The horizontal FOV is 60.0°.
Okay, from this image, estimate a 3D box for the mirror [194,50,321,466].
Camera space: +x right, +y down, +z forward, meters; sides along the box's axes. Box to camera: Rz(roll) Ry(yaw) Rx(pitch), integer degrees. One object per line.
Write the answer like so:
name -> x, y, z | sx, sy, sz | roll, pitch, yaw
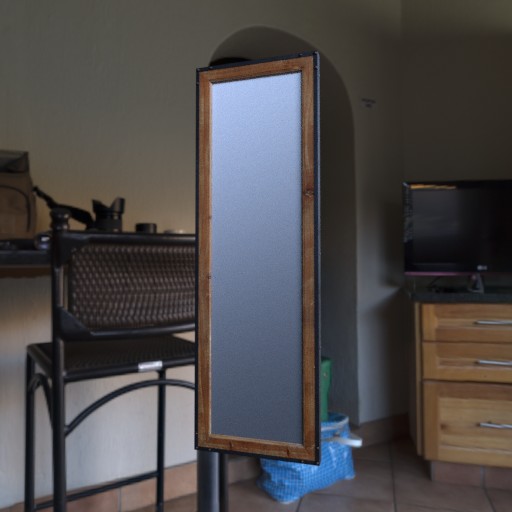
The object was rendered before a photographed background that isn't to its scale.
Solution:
mirror -> 0.000, 0.000, 1.213 | 0.354, 1.080, 0.042 | -1, -2, 17
